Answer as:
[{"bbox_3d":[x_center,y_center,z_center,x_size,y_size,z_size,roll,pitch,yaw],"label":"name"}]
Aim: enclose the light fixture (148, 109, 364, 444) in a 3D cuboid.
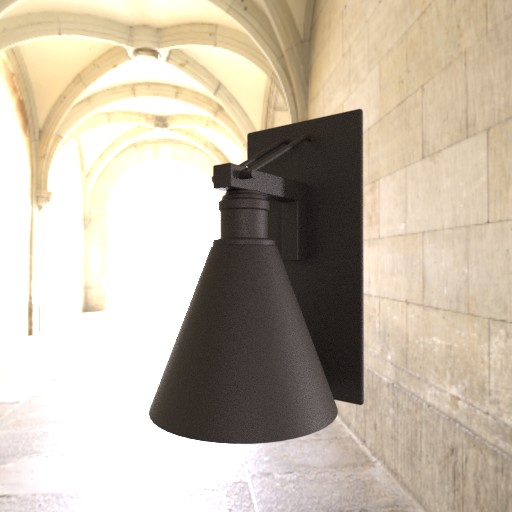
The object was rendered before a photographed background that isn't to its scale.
[{"bbox_3d":[0.000,0.000,0.424,0.170,0.298,0.207,-1,-1,37],"label":"light fixture"}]
